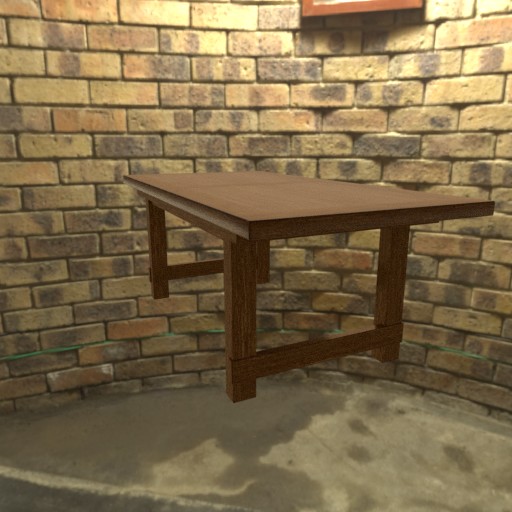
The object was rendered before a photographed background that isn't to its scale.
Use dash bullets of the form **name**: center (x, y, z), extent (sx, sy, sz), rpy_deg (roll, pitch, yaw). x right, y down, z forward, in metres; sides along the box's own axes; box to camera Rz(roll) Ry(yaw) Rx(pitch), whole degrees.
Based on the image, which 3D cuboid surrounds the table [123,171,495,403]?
- **table**: center (0.000, 0.000, 2.375), extent (1.000, 0.762, 1.982), rpy_deg (-7, 16, -25)
